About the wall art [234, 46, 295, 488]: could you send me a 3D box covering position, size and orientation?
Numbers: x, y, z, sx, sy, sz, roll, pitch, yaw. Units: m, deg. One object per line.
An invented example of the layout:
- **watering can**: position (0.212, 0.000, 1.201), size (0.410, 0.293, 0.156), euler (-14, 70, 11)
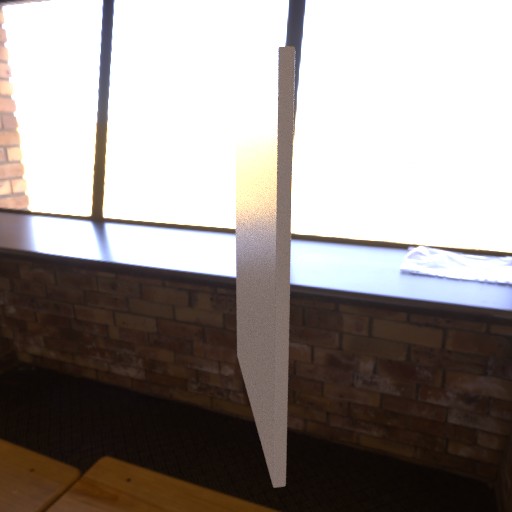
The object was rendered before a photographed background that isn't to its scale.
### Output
- **wall art**: position (0.000, 0.000, 1.519), size (0.038, 1.183, 0.808), euler (-3, 16, -9)
